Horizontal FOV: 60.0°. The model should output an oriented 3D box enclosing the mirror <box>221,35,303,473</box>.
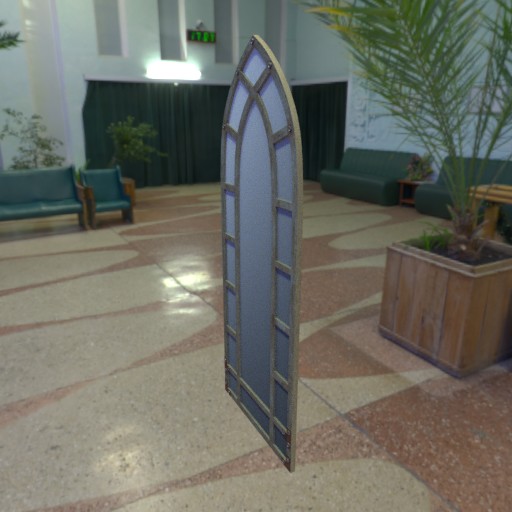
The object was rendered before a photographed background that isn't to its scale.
[{"bbox_3d":[0.000,0.000,1.299,0.025,1.175,0.464,-9,19,-26],"label":"mirror"}]
